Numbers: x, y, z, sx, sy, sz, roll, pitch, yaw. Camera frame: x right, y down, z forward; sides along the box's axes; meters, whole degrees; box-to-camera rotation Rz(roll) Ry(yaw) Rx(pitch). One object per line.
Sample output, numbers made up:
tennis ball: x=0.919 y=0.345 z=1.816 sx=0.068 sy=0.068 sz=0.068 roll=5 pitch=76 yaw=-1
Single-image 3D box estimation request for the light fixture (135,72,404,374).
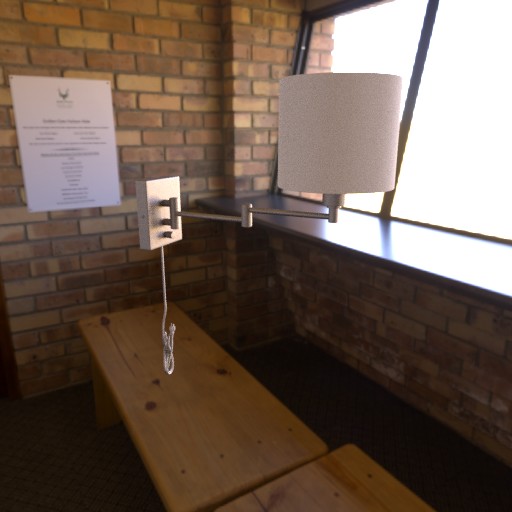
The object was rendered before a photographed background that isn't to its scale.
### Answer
light fixture: x=0.000 y=0.000 z=0.896 sx=0.516 sy=0.651 sz=0.203 roll=8 pitch=17 yaw=25
